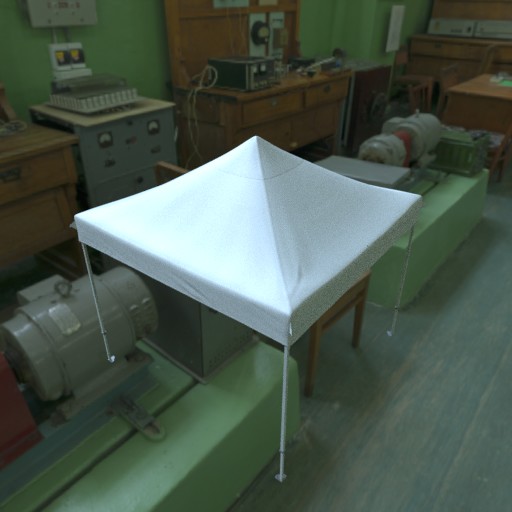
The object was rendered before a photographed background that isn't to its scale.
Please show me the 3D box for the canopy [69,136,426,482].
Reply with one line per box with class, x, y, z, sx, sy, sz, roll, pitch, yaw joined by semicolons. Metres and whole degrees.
canopy;0.000;0.000;5.513;2.996;2.998;2.994;22;37;31
